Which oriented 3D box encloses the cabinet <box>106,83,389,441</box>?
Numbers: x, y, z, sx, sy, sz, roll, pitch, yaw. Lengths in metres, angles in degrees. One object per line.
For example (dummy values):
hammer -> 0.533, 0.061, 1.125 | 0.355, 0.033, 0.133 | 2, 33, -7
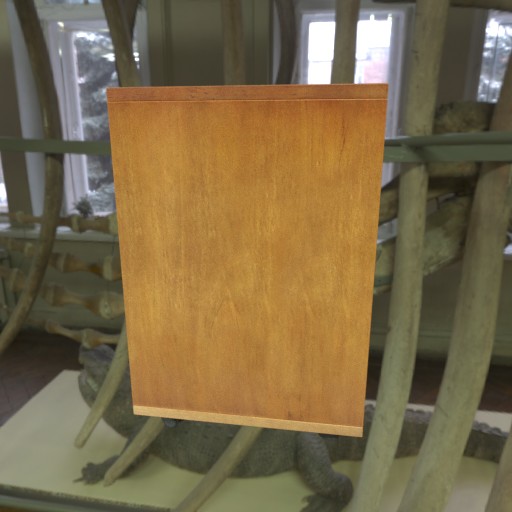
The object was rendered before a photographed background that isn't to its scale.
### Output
cabinet -> 0.000, 0.000, 0.857 | 0.401, 0.579, 0.409 | 2, 16, 9
